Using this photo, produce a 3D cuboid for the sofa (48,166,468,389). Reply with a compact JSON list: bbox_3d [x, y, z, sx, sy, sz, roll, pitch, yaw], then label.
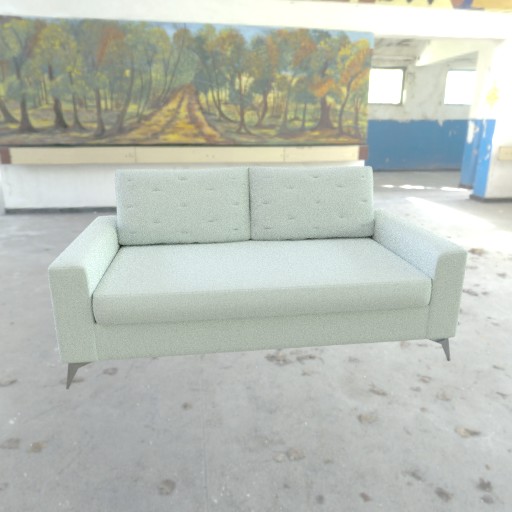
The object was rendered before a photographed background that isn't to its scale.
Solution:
[{"bbox_3d":[0.000,0.000,2.133,1.650,0.790,0.920,-2,17,-7],"label":"sofa"}]
